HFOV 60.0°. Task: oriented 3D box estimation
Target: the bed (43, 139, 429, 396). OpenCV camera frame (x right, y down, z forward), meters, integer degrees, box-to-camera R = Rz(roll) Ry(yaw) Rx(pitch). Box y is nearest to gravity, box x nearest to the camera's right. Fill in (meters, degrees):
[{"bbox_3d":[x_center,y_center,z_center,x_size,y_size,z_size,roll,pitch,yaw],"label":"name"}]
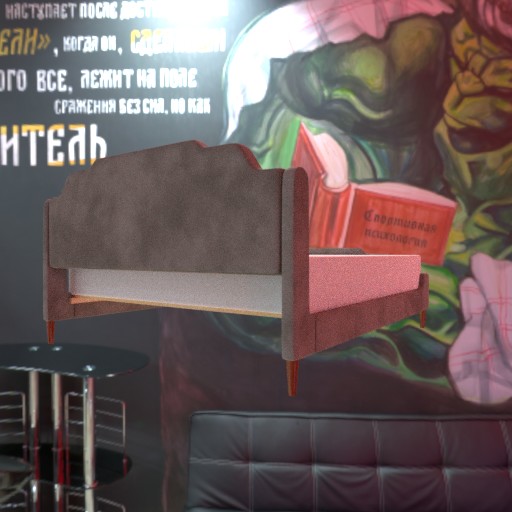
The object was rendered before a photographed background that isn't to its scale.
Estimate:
[{"bbox_3d":[0.000,0.000,3.509,2.074,1.245,2.340,0,0,35],"label":"bed"}]
